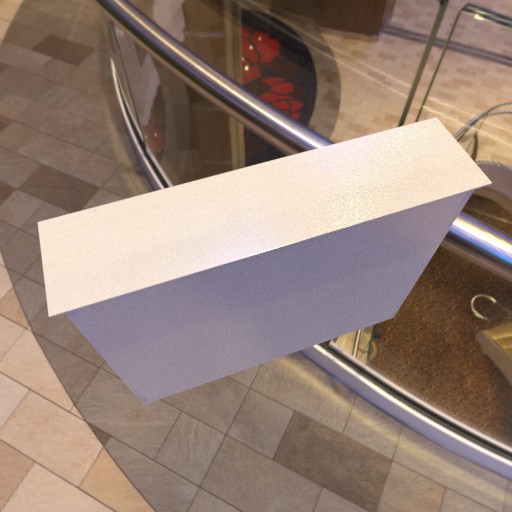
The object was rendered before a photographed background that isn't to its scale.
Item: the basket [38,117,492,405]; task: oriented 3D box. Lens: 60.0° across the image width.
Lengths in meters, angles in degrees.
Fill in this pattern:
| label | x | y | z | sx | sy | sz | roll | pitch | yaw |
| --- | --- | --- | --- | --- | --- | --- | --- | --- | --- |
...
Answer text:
| label | x | y | z | sx | sy | sz | roll | pitch | yaw |
| --- | --- | --- | --- | --- | --- | --- | --- | --- | --- |
| basket | 0.000 | 0.000 | 1.071 | 0.780 | 0.600 | 0.350 | -17 | 59 | -10 |
